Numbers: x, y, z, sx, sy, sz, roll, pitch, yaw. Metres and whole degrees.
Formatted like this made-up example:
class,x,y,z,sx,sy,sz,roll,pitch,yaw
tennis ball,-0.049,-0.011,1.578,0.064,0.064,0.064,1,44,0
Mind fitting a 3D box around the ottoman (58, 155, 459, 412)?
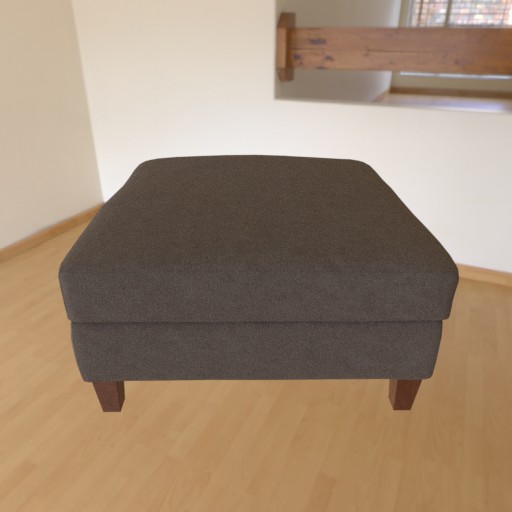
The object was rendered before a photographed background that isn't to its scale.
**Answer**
class,x,y,z,sx,sy,sz,roll,pitch,yaw
ottoman,0.000,0.000,1.374,0.861,0.482,0.881,0,27,-1
